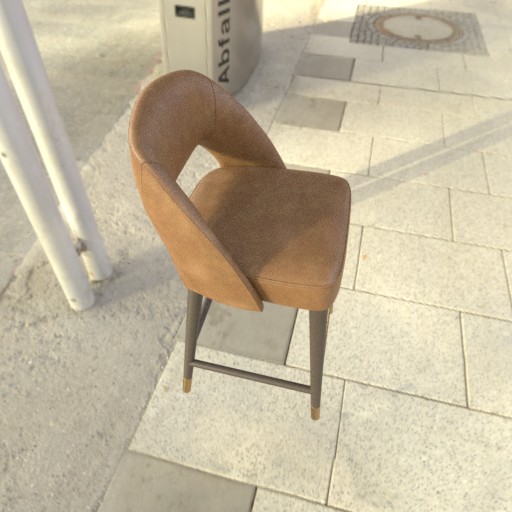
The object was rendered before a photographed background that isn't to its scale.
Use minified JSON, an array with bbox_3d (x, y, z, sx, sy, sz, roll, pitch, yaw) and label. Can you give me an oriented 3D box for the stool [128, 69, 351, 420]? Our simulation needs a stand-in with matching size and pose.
[{"bbox_3d":[0.000,0.000,1.264,0.509,0.940,0.494,9,46,9],"label":"stool"}]
